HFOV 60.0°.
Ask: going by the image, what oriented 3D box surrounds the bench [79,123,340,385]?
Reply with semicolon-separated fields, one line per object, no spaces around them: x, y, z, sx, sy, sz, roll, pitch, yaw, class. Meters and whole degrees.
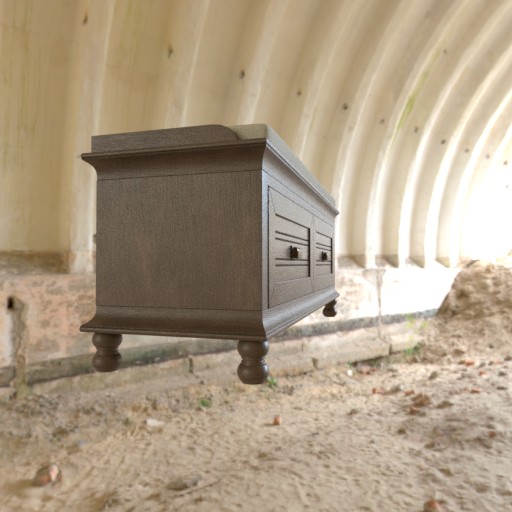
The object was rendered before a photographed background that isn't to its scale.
0.000;0.000;1.425;0.402;0.501;1.185;0;-1;17;bench
